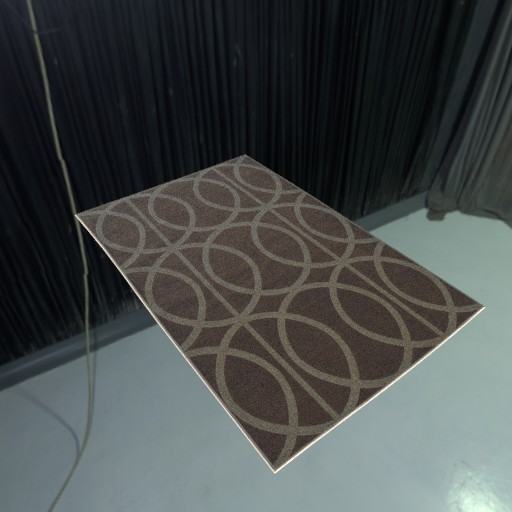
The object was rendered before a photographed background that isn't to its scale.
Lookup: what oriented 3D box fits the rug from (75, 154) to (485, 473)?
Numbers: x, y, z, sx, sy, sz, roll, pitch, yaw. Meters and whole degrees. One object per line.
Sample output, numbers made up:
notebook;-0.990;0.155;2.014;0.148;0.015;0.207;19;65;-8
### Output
rug;0.000;0.000;2.830;1.526;0.014;2.290;-26;47;-28
